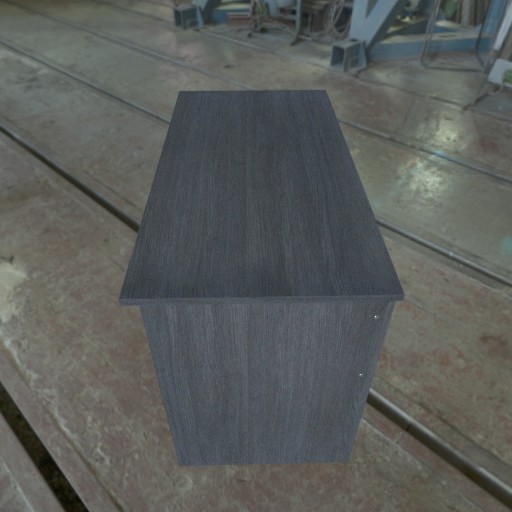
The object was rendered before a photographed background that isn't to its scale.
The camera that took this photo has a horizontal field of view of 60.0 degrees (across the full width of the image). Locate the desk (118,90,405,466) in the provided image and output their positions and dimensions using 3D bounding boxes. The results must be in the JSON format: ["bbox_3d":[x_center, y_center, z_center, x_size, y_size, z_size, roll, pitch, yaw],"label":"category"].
[{"bbox_3d":[0.000,0.000,1.518,0.560,0.730,1.096,-1,41,-1],"label":"desk"}]
